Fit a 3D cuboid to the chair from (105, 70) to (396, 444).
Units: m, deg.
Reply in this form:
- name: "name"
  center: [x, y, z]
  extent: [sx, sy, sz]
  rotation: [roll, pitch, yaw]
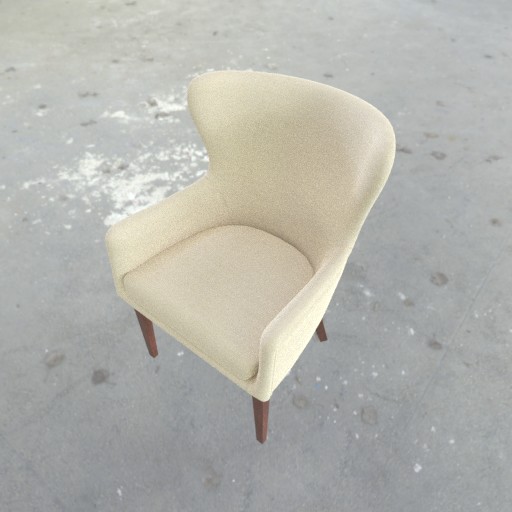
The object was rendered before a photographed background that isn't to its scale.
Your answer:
- name: "chair"
  center: [0.000, 0.000, 1.514]
  extent: [0.696, 0.990, 0.744]
  rotation: [29, 52, 26]
